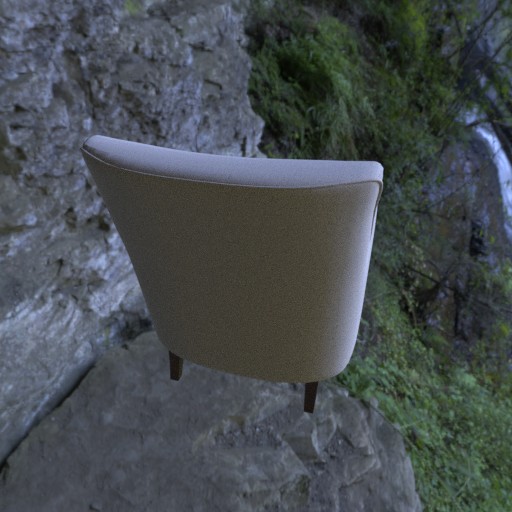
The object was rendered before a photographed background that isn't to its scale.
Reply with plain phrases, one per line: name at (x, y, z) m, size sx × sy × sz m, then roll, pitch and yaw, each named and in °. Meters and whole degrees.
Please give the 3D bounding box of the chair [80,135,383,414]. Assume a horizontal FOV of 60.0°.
chair at (0.000, 0.000, 1.512) m, size 0.756 × 0.916 × 0.879 m, roll 9°, pitch 32°, yaw 14°
